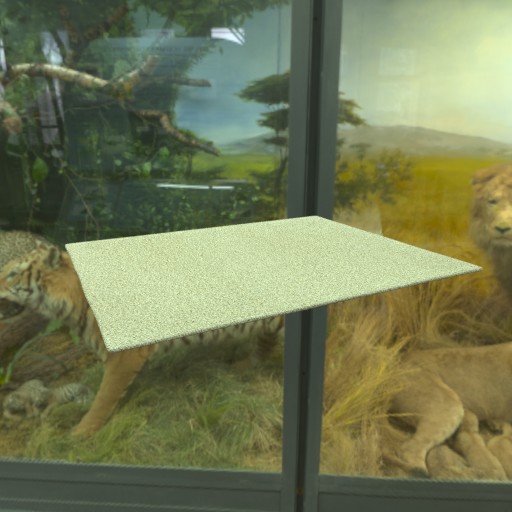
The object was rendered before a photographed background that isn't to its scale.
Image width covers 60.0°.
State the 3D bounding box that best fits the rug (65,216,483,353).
[{"bbox_3d":[0.000,0.000,4.076,3.047,0.029,2.438,-9,19,-26],"label":"rug"}]
